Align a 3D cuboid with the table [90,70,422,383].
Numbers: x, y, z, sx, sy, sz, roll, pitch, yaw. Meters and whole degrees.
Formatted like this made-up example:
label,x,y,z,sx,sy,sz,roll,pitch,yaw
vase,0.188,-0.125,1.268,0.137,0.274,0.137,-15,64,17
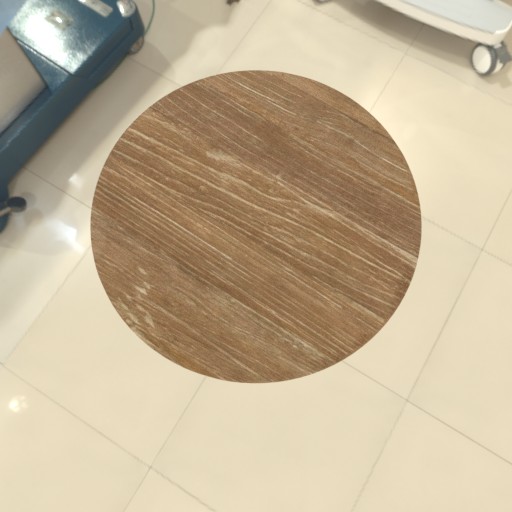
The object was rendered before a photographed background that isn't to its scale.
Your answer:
label,x,y,z,sx,sy,sz,roll,pitch,yaw
table,0.000,0.000,0.973,0.527,0.551,0.527,0,75,0
